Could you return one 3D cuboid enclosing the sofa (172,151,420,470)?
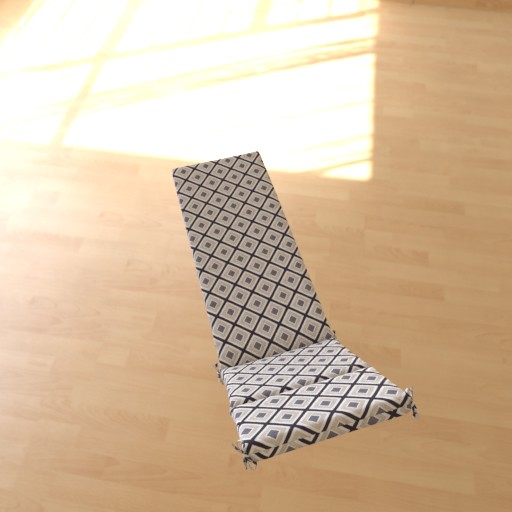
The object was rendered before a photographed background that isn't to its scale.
[{"bbox_3d":[0.000,0.000,1.916,0.582,0.622,1.663,-14,60,-8],"label":"sofa"}]
